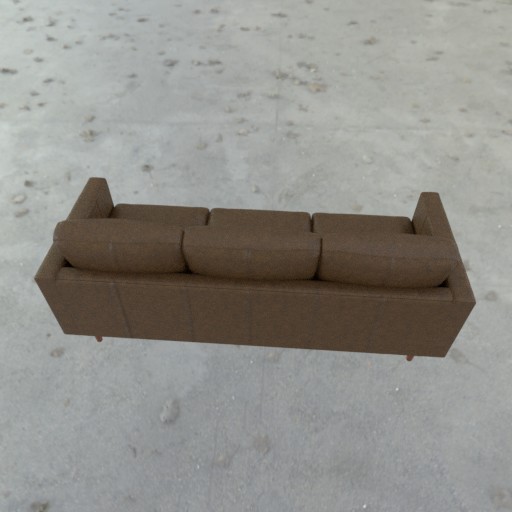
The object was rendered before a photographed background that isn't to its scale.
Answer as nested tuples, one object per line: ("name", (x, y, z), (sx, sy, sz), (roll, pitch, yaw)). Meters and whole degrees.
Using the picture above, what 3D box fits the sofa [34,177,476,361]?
("sofa", (0.000, 0.000, 2.688), (2.231, 0.930, 0.903), (3, 46, 3))
